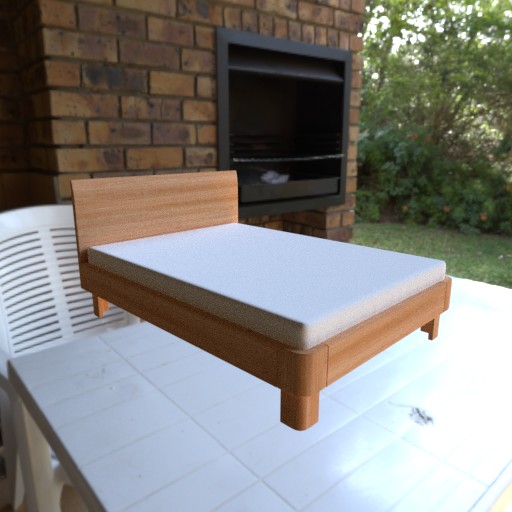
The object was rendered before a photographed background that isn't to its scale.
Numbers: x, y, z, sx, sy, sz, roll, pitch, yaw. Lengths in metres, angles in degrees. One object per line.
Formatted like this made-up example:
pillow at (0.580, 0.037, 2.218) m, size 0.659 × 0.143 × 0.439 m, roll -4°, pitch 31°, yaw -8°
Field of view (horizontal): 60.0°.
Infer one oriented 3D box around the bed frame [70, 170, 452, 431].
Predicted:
bed frame at (0.000, 0.000, 2.858) m, size 1.992 × 0.940 × 1.472 m, roll 14°, pitch 20°, yaw 43°
